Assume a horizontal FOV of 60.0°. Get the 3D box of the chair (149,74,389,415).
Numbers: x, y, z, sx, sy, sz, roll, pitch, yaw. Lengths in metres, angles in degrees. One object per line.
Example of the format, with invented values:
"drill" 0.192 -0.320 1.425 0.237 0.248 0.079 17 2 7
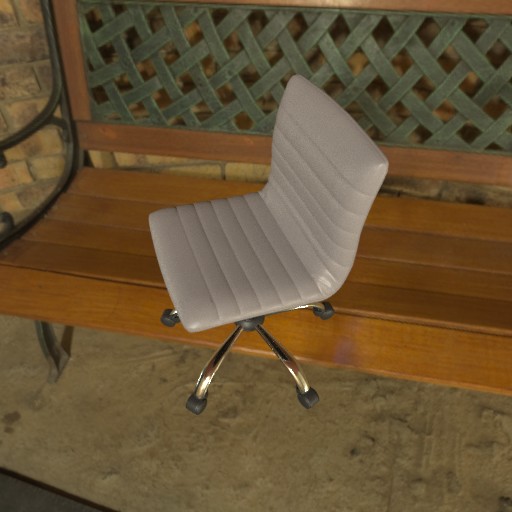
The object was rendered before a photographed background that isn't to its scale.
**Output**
"chair" 0.000 0.000 1.142 0.542 0.750 0.569 -16 48 -14
